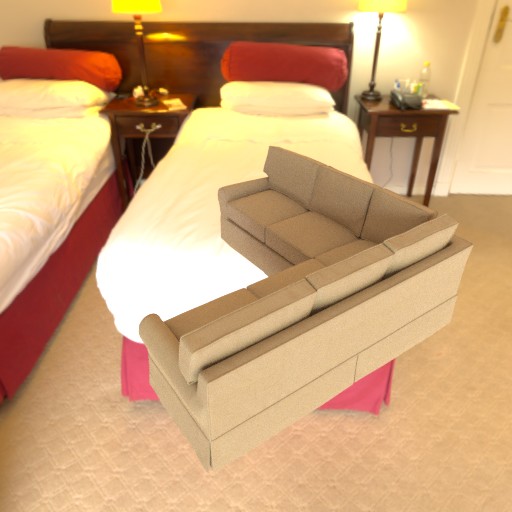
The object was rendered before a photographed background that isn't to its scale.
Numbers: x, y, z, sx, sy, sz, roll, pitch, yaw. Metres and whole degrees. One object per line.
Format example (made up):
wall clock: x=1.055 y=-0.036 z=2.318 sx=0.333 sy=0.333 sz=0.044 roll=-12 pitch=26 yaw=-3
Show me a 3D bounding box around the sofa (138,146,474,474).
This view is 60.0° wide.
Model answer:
sofa: x=0.000 y=0.000 z=4.262 sx=2.733 sy=1.124 sz=2.730 roll=-21 pitch=38 yaw=-29
